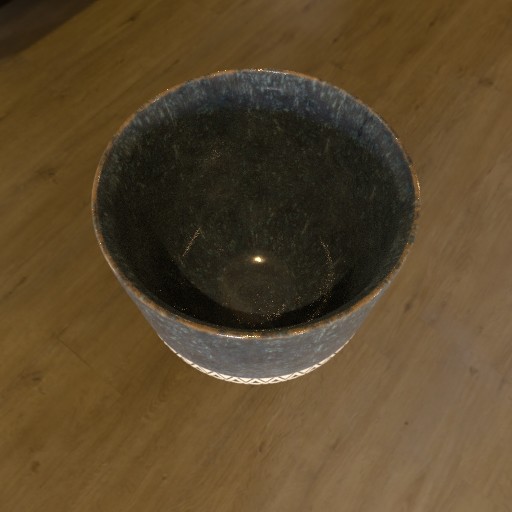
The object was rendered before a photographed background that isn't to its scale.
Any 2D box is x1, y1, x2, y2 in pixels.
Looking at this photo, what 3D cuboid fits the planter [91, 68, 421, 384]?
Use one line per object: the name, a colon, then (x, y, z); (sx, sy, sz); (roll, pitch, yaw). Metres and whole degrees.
planter: (0.000, 0.000, 0.481); (0.266, 0.270, 0.266); (0, 63, 0)
